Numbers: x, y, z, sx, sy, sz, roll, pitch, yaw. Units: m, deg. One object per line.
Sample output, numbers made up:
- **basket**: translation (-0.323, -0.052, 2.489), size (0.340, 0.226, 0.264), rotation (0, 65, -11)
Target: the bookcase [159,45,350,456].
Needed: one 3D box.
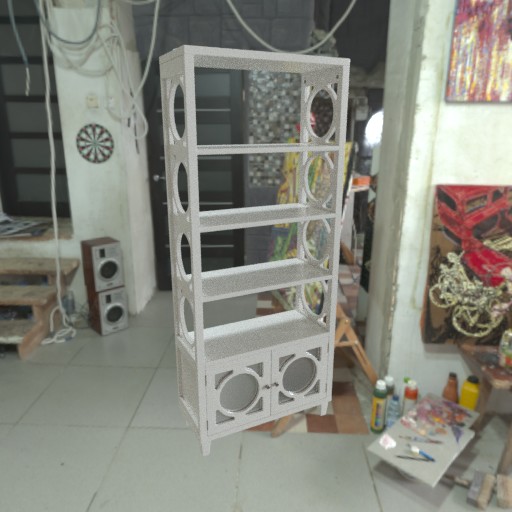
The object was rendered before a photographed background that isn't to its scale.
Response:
- **bookcase**: translation (0.000, 0.000, 2.169), size (0.761, 1.869, 0.361), rotation (-8, 18, -26)
